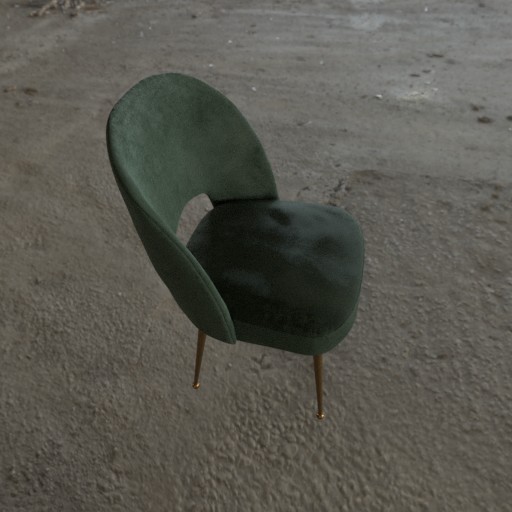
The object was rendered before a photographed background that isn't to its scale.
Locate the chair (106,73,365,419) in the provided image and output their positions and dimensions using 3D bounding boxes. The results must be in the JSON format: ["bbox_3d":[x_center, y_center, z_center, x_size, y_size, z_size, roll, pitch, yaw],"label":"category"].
[{"bbox_3d":[0.000,0.000,1.205,0.577,0.860,0.527,10,46,10],"label":"chair"}]
